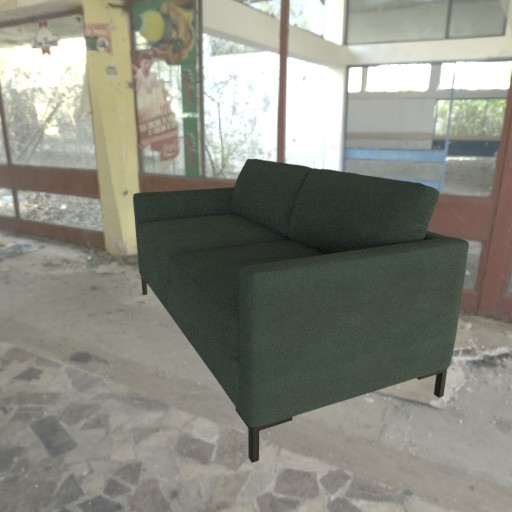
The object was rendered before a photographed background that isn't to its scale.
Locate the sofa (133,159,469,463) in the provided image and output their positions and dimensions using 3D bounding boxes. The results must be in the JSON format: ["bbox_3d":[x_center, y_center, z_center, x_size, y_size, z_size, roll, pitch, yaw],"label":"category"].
[{"bbox_3d":[0.000,0.000,2.125,0.875,0.817,1.676,-8,18,-25],"label":"sofa"}]
